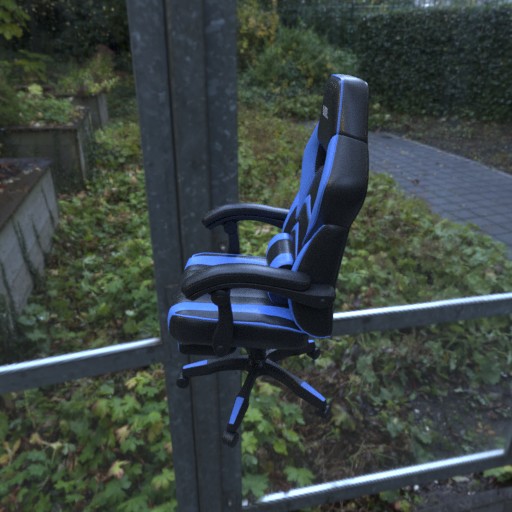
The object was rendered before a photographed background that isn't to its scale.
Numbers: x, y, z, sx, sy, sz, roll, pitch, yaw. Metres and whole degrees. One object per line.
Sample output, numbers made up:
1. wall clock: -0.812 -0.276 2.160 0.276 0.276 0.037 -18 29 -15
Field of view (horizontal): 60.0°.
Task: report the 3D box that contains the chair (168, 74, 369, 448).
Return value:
1. chair: 0.000 0.000 1.692 0.700 1.280 0.700 0 26 0
